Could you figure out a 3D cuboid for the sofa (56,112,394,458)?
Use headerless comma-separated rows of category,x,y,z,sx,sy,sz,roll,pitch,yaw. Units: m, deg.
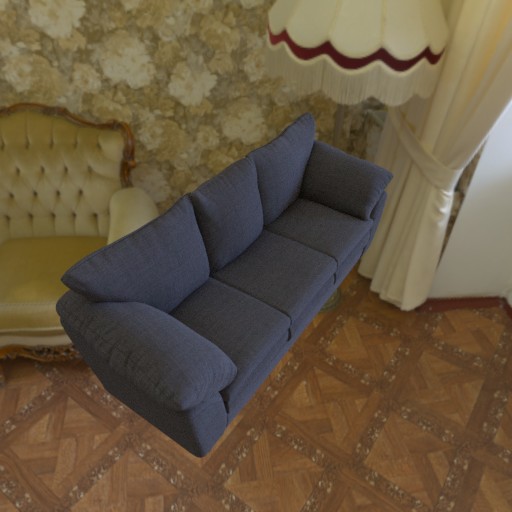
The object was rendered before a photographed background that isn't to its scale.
sofa,0.000,0.000,2.804,0.883,1.080,2.336,24,46,26
